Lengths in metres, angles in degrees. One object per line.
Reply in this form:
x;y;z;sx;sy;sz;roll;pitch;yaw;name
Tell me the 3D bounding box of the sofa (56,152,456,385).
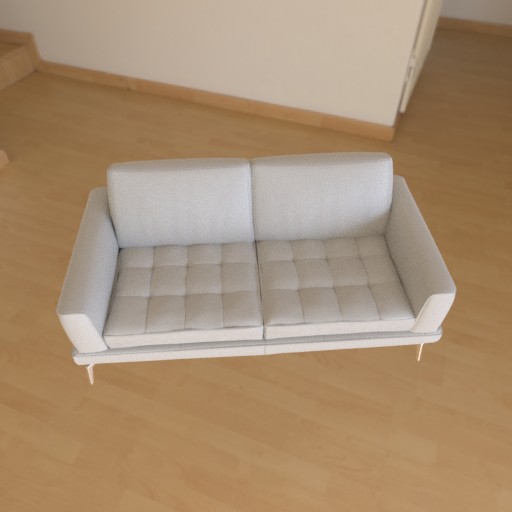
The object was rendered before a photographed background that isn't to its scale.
0.000;0.000;2.768;2.177;0.930;1.121;-3;47;-3;sofa
